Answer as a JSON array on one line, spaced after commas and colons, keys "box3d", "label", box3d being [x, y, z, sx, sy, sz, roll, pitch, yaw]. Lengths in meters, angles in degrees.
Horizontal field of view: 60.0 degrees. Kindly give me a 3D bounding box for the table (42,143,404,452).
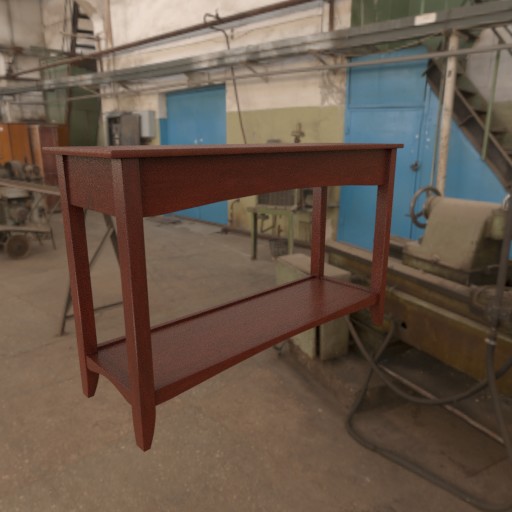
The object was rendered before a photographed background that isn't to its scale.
[{"box3d": [0.000, 0.000, 1.522, 1.188, 0.739, 0.392, -14, 20, -42], "label": "table"}]
